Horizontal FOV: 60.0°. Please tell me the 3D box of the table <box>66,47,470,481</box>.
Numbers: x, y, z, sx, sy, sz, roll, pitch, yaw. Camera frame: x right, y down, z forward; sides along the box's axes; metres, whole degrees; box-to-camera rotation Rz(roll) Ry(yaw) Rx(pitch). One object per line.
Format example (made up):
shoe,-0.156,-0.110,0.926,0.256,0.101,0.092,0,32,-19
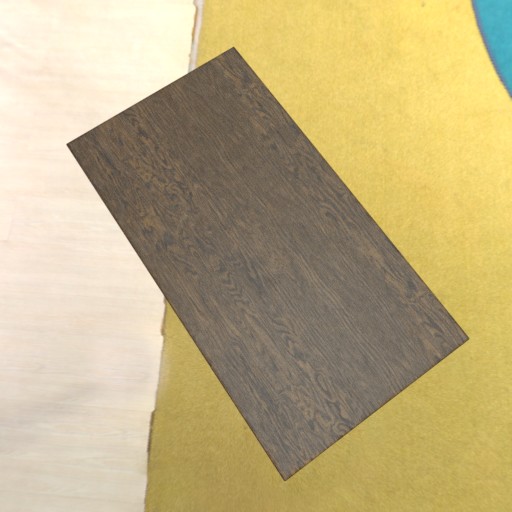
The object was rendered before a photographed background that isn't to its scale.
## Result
table,0.000,0.000,2.602,1.078,0.795,1.989,-34,78,-8
